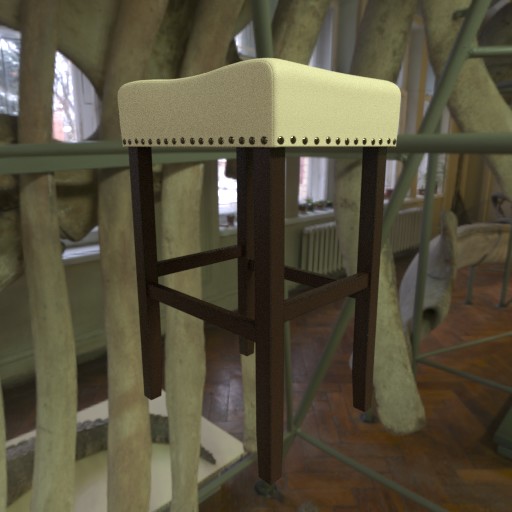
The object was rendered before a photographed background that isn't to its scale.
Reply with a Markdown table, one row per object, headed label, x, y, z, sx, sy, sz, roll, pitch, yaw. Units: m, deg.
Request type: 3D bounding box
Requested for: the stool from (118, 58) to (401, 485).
| label | x | y | z | sx | sy | sz | roll | pitch | yaw |
| --- | --- | --- | --- | --- | --- | --- | --- | --- | --- |
| stool | 0.000 | 0.000 | 1.029 | 0.471 | 0.762 | 0.401 | 13 | 19 | 43 |
